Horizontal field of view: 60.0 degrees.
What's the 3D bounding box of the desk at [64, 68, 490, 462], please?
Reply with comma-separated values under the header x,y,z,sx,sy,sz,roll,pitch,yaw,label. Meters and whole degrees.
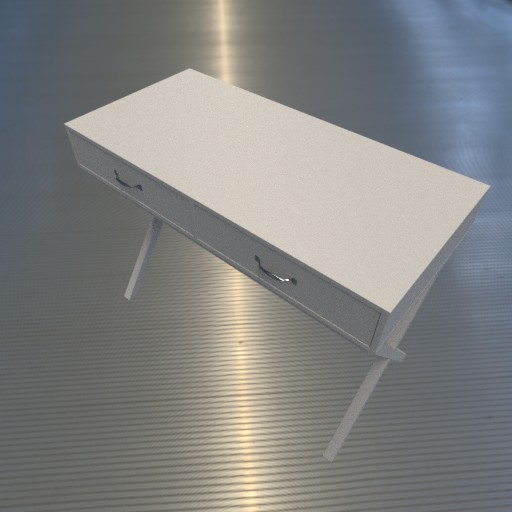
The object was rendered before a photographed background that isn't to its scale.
x,y,z,sx,sy,sz,roll,pitch,yaw,label
0.000,0.000,1.460,1.057,0.780,0.525,31,53,27,desk
